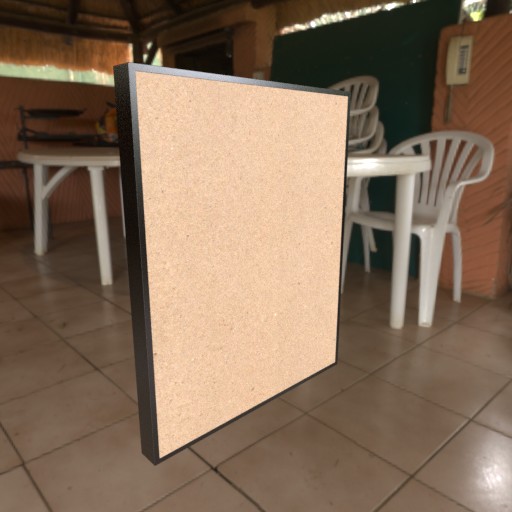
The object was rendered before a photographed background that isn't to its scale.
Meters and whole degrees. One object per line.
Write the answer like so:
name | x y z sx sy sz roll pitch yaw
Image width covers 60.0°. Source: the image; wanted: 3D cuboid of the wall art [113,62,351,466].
wall art | 0.000 0.000 0.746 0.448 0.551 0.038 -13 19 -42
